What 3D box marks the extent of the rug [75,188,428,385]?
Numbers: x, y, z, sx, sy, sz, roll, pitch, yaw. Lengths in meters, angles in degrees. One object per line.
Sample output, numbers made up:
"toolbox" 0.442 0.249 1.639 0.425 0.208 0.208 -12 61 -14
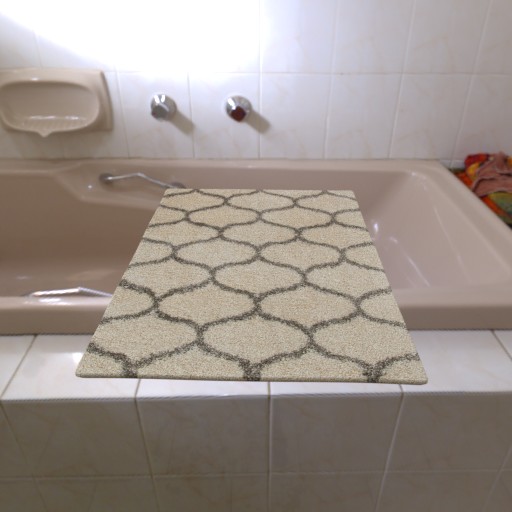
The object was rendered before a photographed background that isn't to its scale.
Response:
"rug" 0.000 0.000 2.171 1.200 0.025 1.600 1 32 1
